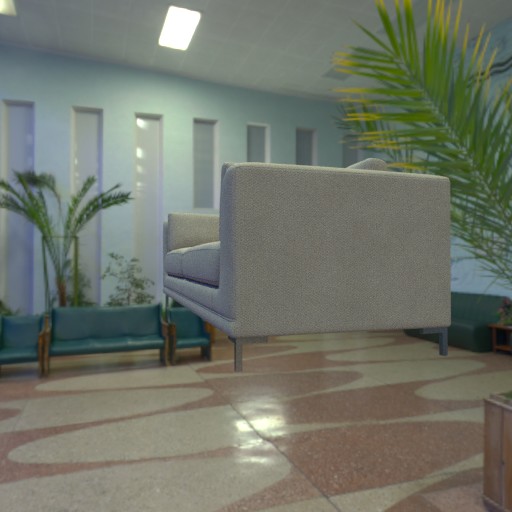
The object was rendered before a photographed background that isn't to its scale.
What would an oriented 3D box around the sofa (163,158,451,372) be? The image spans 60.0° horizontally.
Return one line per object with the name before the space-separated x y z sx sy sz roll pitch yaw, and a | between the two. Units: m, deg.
sofa | 0.000 0.000 2.870 0.969 0.867 2.415 0 -1 -18
